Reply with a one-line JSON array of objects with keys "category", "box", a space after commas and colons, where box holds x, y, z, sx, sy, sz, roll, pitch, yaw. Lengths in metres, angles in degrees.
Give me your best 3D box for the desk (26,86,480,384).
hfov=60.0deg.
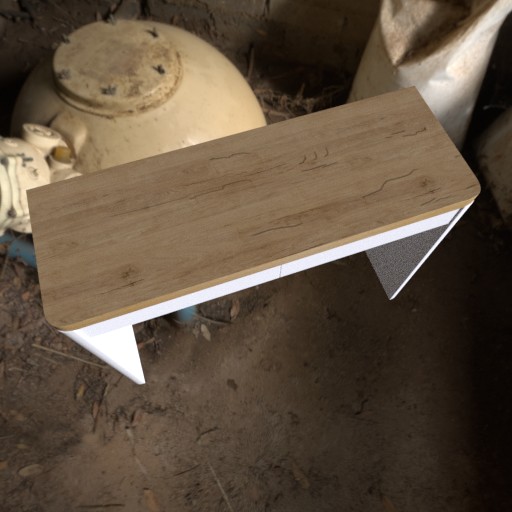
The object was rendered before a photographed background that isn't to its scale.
[{"category": "desk", "box": [0.000, 0.000, 1.465, 1.100, 0.760, 0.390, -17, 66, -8]}]
